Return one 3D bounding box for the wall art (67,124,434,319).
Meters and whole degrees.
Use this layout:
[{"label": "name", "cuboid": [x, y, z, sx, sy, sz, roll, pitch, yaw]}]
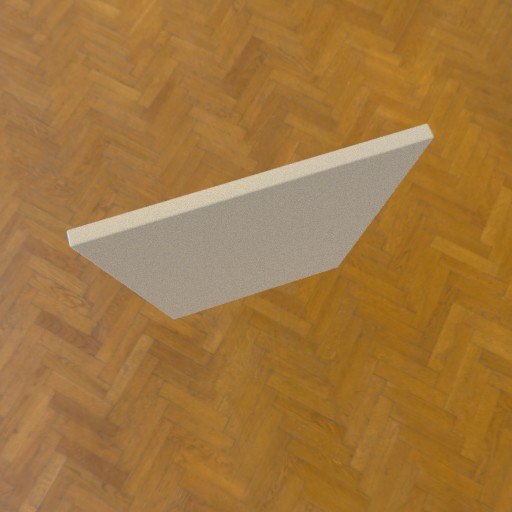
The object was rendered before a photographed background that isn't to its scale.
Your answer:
[{"label": "wall art", "cuboid": [0.000, 0.000, 1.037, 0.556, 0.813, 0.026, -17, 75, -5]}]
